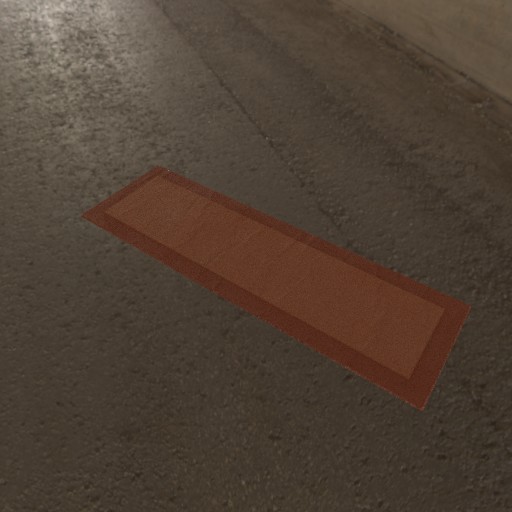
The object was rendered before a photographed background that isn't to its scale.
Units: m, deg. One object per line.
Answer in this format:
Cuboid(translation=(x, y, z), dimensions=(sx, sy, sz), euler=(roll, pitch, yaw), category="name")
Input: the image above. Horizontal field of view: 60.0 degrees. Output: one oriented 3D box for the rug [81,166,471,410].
Cuboid(translation=(0.000, 0.000, 2.763), dimensions=(2.471, 0.013, 0.914), euler=(24, 49, 22), category="rug")
